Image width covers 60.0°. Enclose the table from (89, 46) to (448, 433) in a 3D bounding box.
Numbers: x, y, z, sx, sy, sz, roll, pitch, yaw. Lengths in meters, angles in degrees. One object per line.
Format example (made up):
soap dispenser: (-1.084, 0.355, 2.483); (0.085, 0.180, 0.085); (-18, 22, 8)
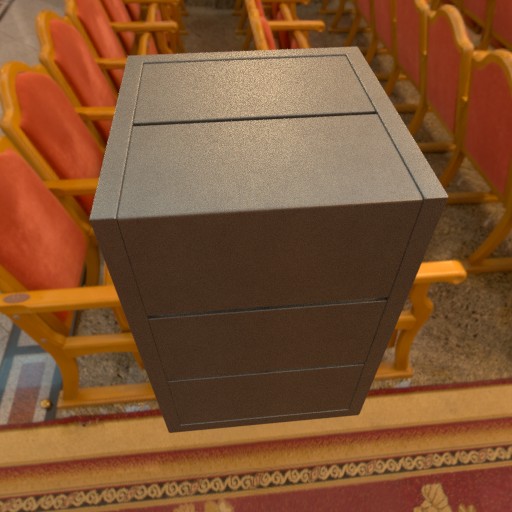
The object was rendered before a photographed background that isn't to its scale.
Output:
table: (0.000, 0.000, 0.859); (0.405, 0.609, 0.420); (-4, 47, -4)
